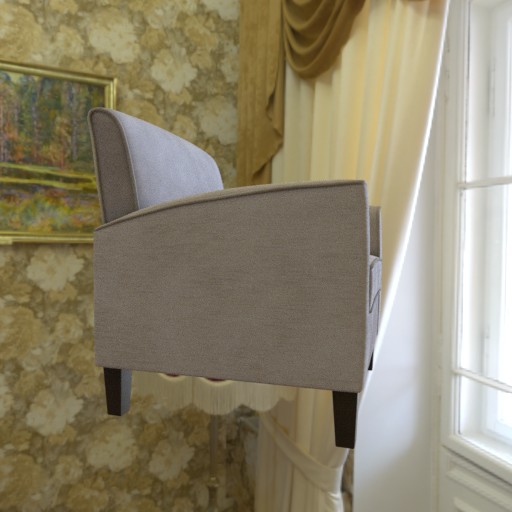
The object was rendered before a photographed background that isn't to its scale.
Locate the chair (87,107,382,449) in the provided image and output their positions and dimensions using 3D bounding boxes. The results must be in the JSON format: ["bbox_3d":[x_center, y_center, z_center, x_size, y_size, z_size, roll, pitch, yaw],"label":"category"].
[{"bbox_3d":[0.000,0.000,1.534,0.821,0.915,0.820,0,2,18],"label":"chair"}]
